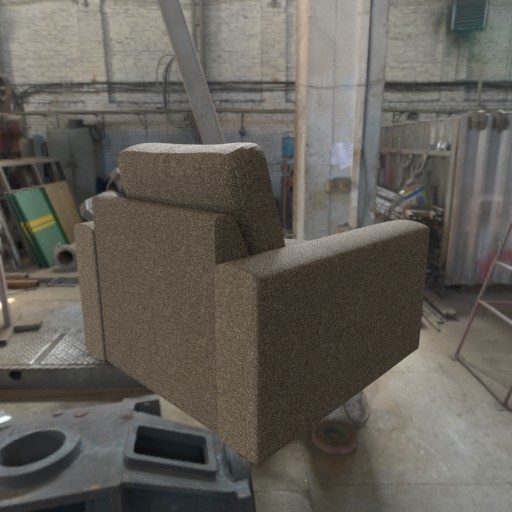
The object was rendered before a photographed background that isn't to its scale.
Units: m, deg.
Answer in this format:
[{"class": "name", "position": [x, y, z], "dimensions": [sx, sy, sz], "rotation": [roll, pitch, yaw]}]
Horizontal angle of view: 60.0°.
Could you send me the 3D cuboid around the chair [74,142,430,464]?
[{"class": "chair", "position": [0.000, 0.000, 1.764], "dimensions": [1.005, 0.873, 1.016], "rotation": [13, 19, 42]}]
